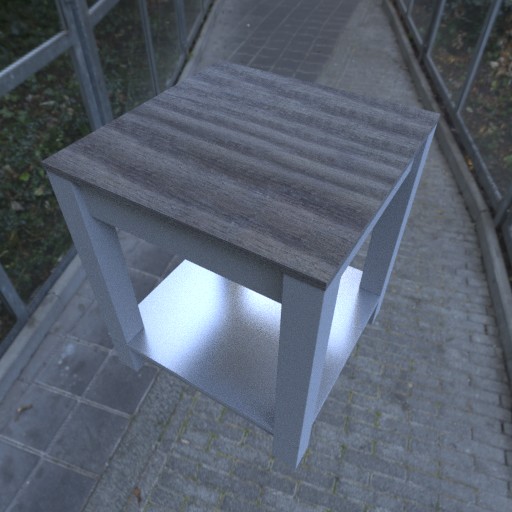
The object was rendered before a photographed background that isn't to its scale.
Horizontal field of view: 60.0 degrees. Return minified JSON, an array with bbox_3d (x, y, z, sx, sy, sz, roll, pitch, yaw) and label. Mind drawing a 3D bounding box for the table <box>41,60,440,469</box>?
[{"bbox_3d":[0.000,0.000,0.980,0.506,0.587,0.504,23,49,22],"label":"table"}]
